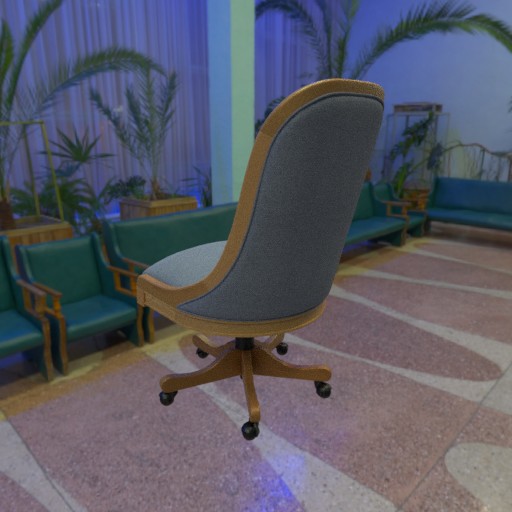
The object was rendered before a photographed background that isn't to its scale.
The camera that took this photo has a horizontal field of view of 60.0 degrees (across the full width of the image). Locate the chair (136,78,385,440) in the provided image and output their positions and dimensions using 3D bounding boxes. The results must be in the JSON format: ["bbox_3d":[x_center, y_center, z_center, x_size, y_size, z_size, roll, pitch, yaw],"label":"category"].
[{"bbox_3d":[0.000,0.000,1.465,0.605,1.031,0.735,-14,21,-41],"label":"chair"}]
